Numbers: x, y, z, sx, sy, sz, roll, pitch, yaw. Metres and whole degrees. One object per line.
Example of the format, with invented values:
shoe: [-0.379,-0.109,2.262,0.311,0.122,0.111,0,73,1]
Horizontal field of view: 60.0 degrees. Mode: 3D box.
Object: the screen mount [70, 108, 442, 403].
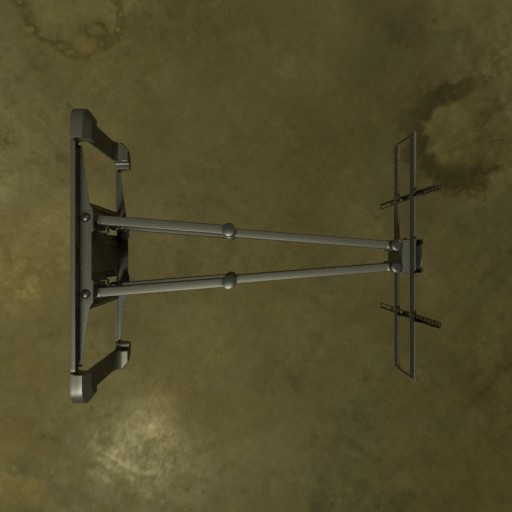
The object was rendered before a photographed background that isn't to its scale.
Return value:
screen mount: [0.000,0.000,1.311,0.905,0.483,0.725,0,90,-2]
